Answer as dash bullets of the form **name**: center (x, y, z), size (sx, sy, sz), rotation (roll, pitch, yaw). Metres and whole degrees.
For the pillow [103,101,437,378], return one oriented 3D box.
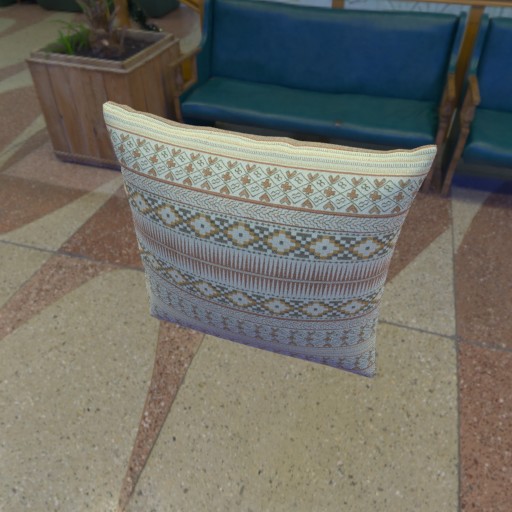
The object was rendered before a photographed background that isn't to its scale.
- **pillow**: center (0.000, 0.000, 0.809), size (0.521, 0.519, 0.215), rotation (13, 42, 14)
